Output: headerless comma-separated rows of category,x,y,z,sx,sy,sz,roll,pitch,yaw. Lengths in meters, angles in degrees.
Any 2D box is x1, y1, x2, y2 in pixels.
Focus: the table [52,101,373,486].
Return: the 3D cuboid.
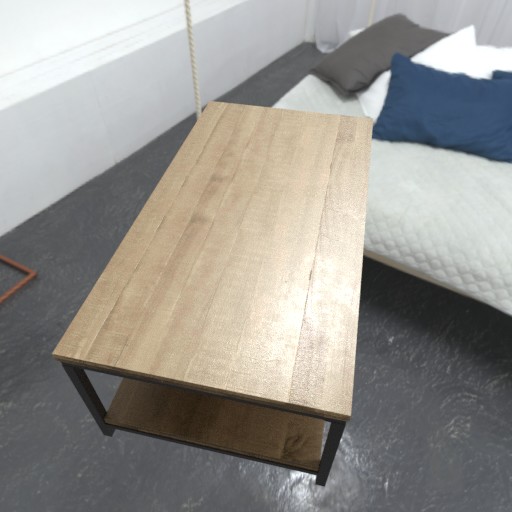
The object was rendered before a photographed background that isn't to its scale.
table,0.000,0.000,1.316,0.574,0.393,1.062,9,46,9
